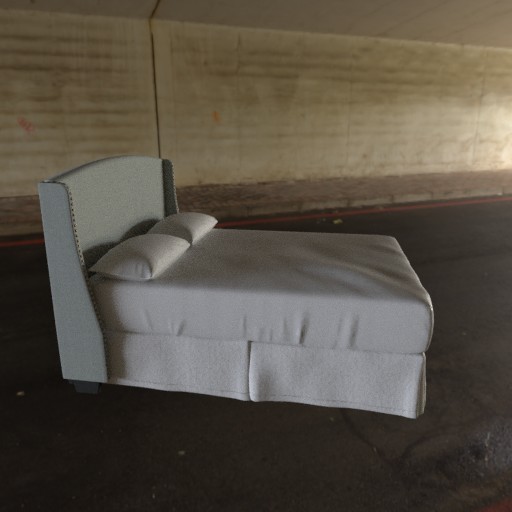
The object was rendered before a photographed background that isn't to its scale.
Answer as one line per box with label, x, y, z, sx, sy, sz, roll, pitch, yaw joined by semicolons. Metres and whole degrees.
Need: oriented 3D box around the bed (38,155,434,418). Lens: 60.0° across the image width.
bed;0.000;0.000;3.260;2.237;1.407;1.710;3;17;9
